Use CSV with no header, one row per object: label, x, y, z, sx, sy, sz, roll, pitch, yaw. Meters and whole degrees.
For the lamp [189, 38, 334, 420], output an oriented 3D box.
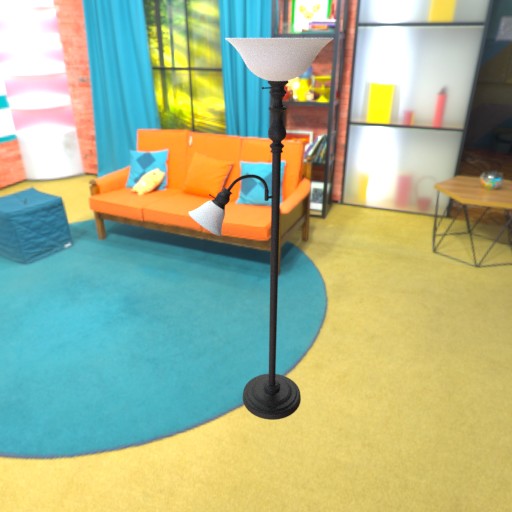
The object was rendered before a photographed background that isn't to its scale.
lamp,0.000,0.000,2.032,0.588,1.793,0.405,-9,28,-17
